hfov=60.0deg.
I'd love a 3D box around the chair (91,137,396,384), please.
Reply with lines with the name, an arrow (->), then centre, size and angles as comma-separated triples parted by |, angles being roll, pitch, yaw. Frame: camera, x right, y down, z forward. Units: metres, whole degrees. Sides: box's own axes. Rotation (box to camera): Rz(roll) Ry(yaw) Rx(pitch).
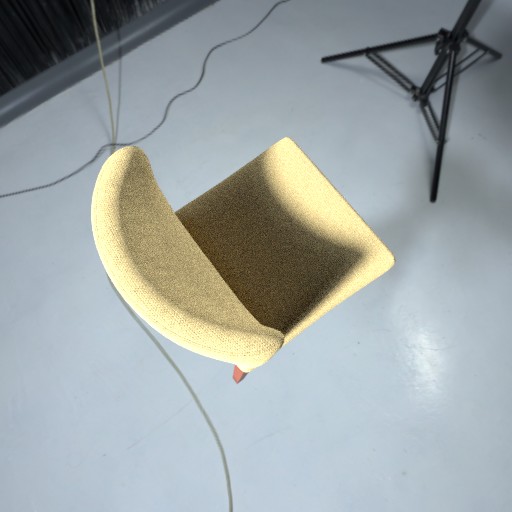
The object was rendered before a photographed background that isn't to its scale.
chair -> 0.000, 0.000, 1.182 | 0.589, 0.839, 0.491 | -36, 76, -10
